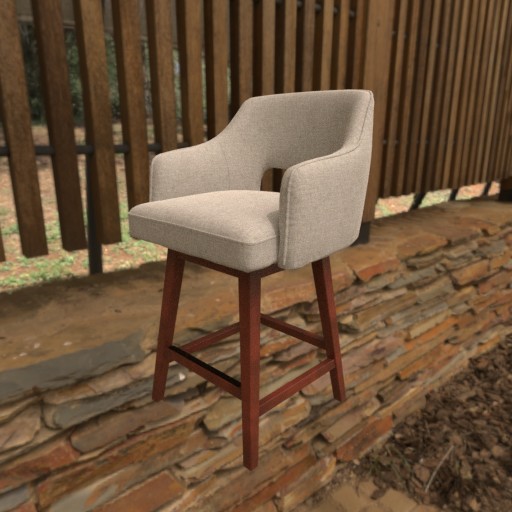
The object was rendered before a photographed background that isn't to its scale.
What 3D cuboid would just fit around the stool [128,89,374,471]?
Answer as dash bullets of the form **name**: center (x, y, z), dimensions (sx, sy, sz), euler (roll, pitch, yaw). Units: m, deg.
- **stool**: center (0.000, 0.000, 1.315), dimensions (0.599, 0.944, 0.558), euler (15, 22, 42)
